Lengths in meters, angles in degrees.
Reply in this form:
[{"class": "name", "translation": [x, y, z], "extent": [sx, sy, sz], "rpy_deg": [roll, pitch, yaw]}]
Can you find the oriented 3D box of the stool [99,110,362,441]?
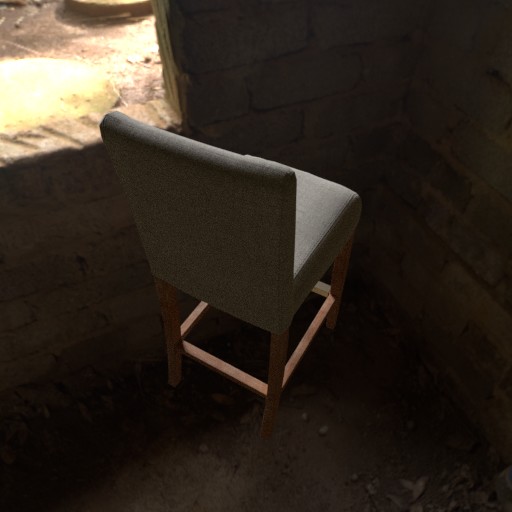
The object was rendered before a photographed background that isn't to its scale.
[{"class": "stool", "translation": [0.000, 0.000, 1.328], "extent": [0.454, 1.039, 0.567], "rpy_deg": [23, 50, 21]}]
